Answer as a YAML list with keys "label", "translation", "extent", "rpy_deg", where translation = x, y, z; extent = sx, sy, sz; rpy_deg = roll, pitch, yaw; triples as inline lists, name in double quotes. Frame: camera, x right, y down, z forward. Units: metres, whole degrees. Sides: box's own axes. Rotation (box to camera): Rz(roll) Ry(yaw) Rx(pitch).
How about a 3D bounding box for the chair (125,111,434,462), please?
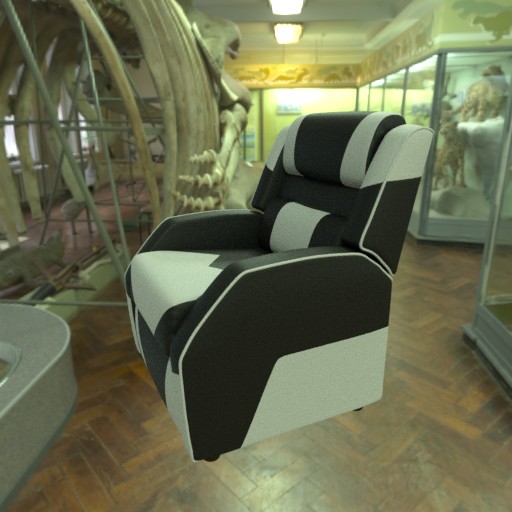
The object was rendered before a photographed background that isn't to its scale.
- label: "chair"
  translation: [0.000, 0.000, 1.291]
  extent: [0.672, 0.805, 0.620]
  rpy_deg: [-8, 19, -25]
